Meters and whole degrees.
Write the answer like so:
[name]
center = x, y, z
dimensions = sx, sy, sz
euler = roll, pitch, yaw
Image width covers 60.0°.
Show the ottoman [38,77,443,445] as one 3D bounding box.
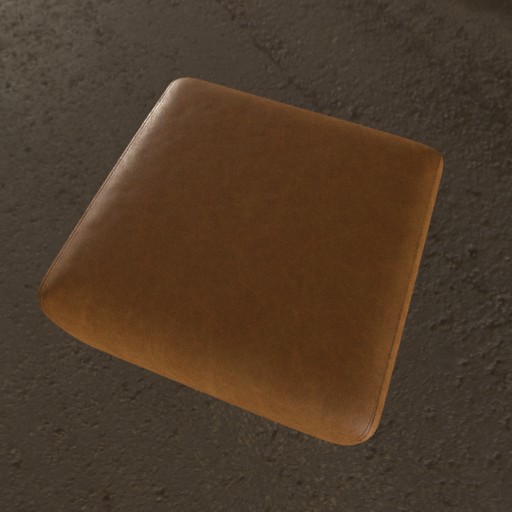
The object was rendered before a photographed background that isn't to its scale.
[ottoman]
center = 0.000, 0.000, 1.020
dimensions = 0.650, 0.399, 0.650
euler = 19, 65, 9
